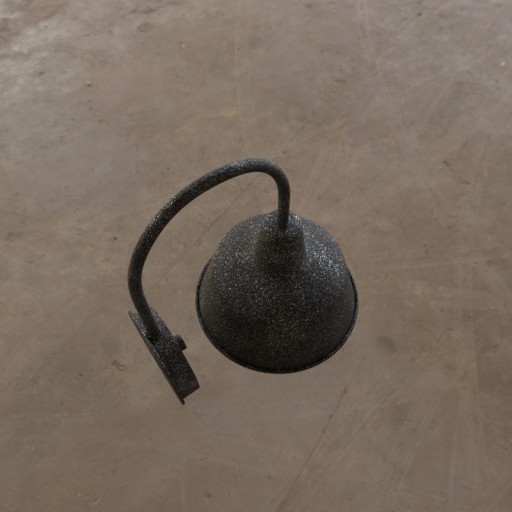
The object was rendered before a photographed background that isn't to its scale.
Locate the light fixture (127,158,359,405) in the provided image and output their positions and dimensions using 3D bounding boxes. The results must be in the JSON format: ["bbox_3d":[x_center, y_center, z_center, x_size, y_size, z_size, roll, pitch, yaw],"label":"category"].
[{"bbox_3d":[0.000,0.000,0.477,0.283,0.300,0.216,-30,62,-18],"label":"light fixture"}]
